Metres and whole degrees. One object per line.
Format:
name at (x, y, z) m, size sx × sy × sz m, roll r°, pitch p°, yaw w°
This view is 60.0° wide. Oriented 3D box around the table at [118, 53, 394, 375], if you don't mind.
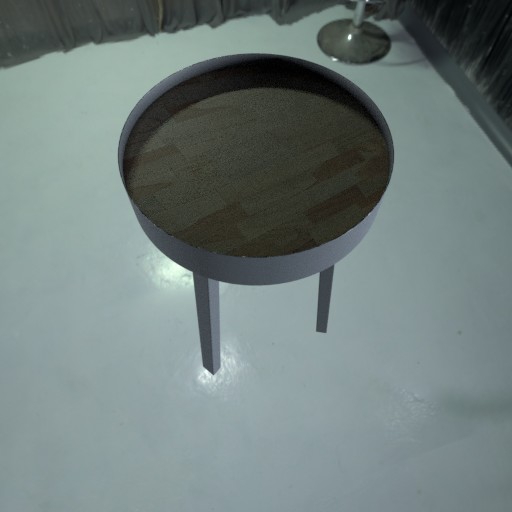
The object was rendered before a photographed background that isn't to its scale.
table at (0.000, 0.000, 0.955) m, size 0.406 × 0.686 × 0.406 m, roll -18°, pitch 61°, yaw -10°
